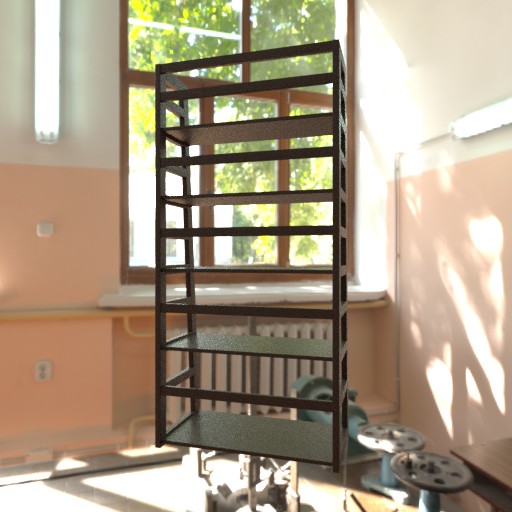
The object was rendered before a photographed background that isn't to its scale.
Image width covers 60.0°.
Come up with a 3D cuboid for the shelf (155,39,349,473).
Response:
[{"bbox_3d":[0.000,0.000,1.933,0.763,1.600,0.403,0,0,17],"label":"shelf"}]
